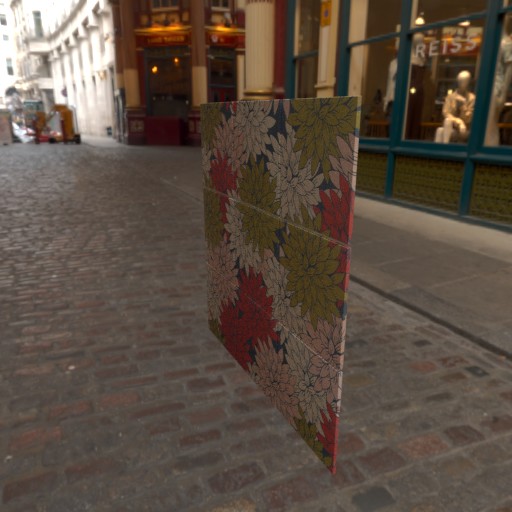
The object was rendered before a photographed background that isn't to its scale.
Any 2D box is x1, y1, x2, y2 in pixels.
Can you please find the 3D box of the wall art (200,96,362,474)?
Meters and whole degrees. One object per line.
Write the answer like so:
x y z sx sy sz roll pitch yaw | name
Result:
0.000 0.000 1.844 0.013 1.218 1.206 -9 20 -25 | wall art
